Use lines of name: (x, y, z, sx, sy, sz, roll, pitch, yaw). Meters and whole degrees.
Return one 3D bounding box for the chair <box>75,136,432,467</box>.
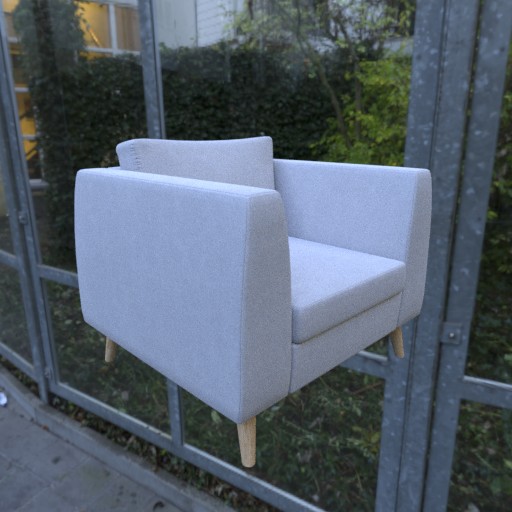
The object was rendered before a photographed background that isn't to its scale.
chair: (0.000, 0.000, 1.677, 1.000, 0.860, 0.930, -15, 22, -43)
